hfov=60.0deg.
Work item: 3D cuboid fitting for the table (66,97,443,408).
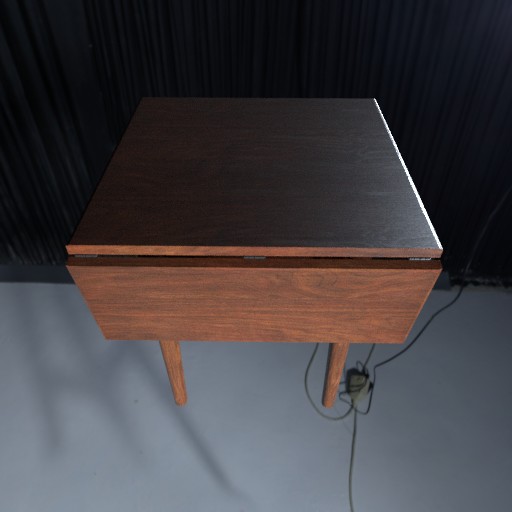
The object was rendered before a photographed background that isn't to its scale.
[{"bbox_3d":[0.000,0.000,1.497,0.812,0.763,0.843,1,42,1],"label":"table"}]
